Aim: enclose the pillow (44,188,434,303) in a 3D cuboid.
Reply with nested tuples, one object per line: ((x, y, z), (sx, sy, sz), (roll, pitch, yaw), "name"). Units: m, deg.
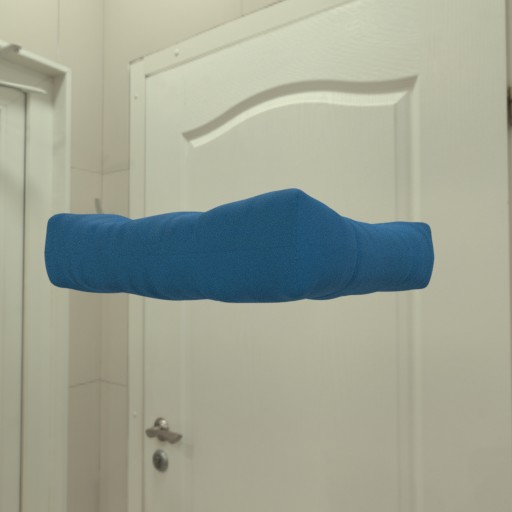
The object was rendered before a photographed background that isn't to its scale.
((0.000, 0.000, 0.734), (0.468, 0.128, 0.490), (-1, -2, 35), "pillow")
